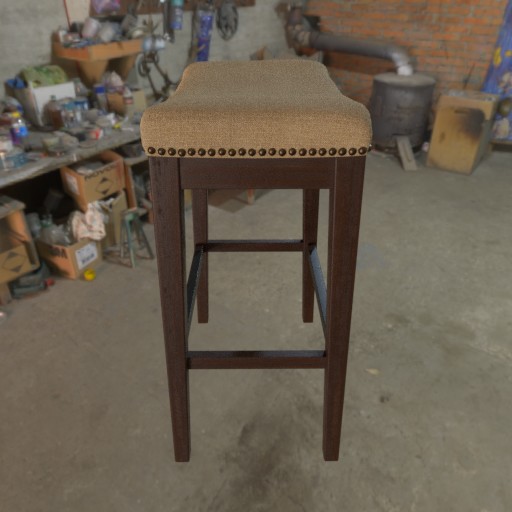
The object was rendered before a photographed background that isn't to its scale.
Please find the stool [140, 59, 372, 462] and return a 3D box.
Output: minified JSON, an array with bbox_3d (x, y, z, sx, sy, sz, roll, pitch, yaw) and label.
[{"bbox_3d":[0.000,0.000,1.006,0.363,0.768,0.509,0,31,0],"label":"stool"}]
